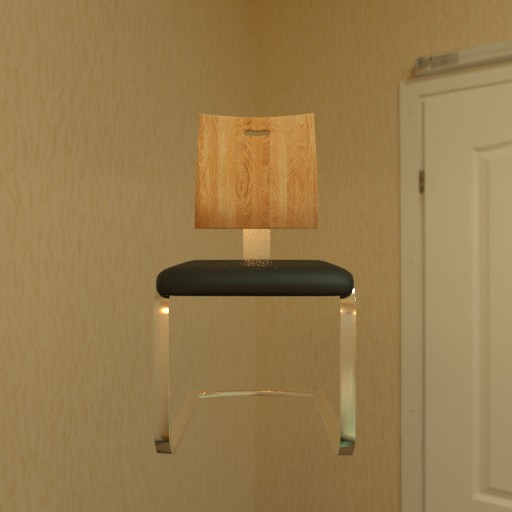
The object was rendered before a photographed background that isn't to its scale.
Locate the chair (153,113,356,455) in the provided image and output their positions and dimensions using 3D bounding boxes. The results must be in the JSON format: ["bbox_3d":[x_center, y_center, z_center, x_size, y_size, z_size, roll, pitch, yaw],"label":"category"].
[{"bbox_3d":[0.000,0.000,1.244,0.462,0.936,0.560,0,0,1],"label":"chair"}]
